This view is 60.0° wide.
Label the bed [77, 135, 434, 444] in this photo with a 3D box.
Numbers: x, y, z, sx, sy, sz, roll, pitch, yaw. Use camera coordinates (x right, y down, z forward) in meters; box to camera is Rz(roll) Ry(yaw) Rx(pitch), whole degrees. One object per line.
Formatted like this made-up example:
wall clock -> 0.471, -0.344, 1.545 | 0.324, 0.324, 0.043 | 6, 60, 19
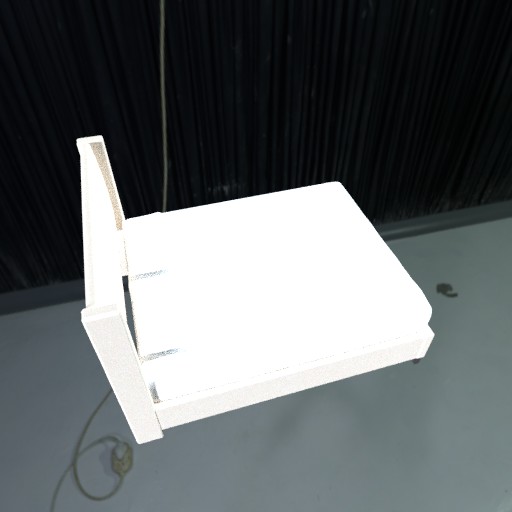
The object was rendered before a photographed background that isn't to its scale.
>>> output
bed -> 0.000, 0.000, 3.486 | 2.293, 1.471, 1.778 | -12, 46, -12
